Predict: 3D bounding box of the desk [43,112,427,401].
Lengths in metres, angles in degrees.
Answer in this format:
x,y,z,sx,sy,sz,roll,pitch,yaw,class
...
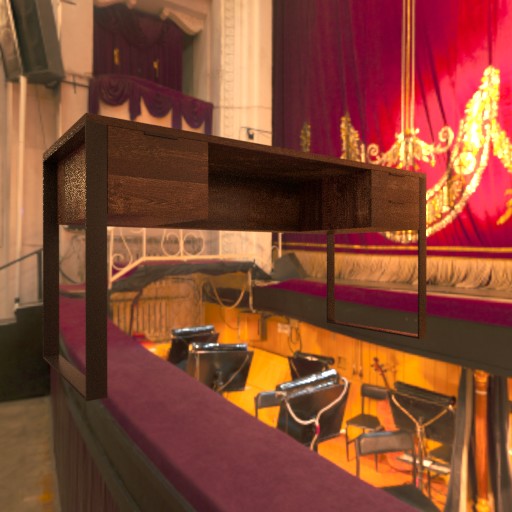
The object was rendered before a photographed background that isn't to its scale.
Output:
x,y,z,sx,sy,sz,roll,pitch,yaw,class
0.000,0.000,1.852,1.524,0.762,0.599,0,0,-36,desk
